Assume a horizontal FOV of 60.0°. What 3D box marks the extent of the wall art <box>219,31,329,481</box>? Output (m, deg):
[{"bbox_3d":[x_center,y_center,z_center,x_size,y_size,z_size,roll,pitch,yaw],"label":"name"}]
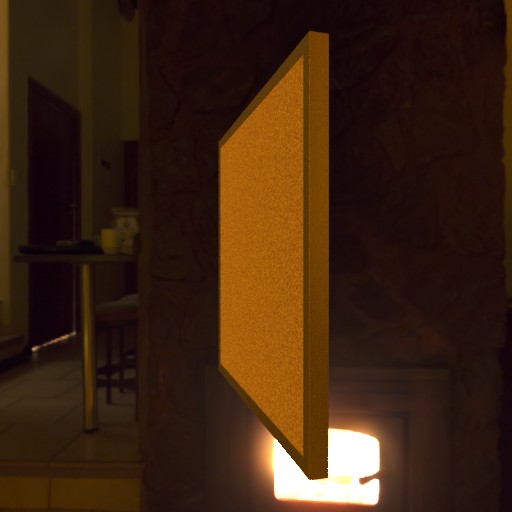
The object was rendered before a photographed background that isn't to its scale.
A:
[{"bbox_3d":[0.000,0.000,1.126,0.036,0.765,0.767,0,0,-16],"label":"wall art"}]
